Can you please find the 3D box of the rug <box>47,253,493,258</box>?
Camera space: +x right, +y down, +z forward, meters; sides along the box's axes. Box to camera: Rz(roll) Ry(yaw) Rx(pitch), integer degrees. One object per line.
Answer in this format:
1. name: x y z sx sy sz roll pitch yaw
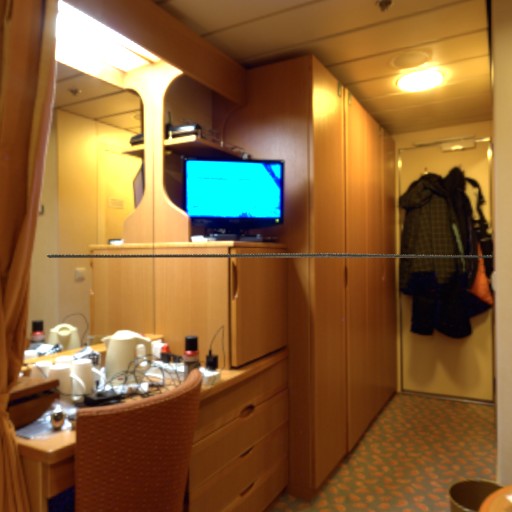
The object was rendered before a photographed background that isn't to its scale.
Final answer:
1. rug: 0.000 0.000 2.963 2.349 0.030 1.624 0 0 -18
